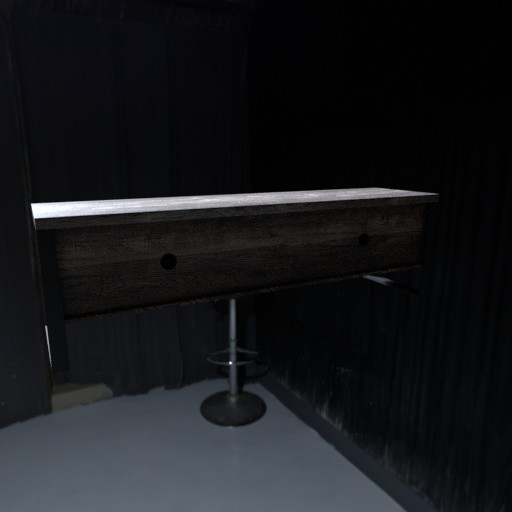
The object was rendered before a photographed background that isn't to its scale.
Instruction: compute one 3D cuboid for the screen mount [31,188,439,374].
[{"bbox_3d":[0.000,0.000,1.735,1.524,0.450,0.395,-7,15,-27],"label":"screen mount"}]
